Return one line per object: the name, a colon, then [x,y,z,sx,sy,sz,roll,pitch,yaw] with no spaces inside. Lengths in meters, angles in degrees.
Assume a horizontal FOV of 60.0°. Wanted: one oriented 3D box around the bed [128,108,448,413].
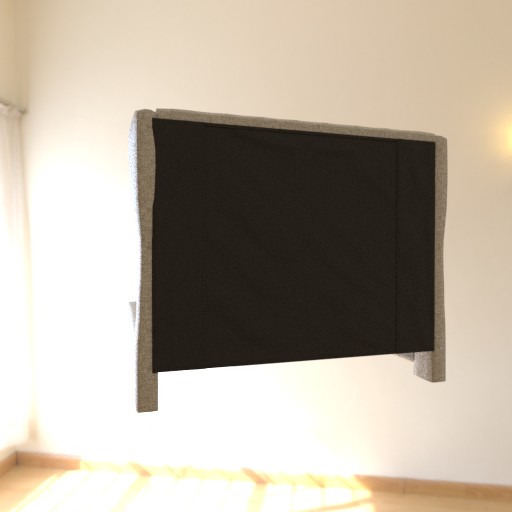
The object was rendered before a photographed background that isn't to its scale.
bed: [0.000,0.000,3.957,2.219,1.771,2.347,0,1,-17]
